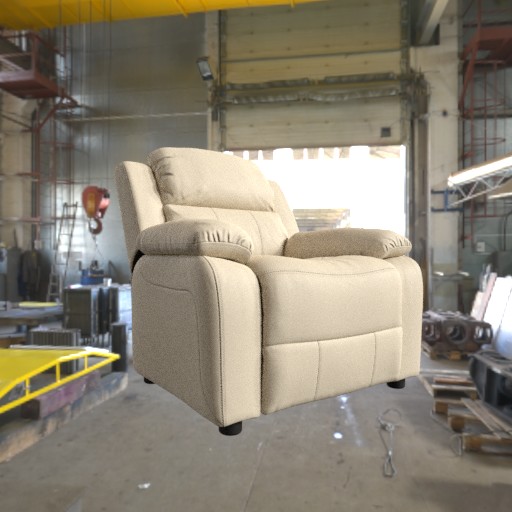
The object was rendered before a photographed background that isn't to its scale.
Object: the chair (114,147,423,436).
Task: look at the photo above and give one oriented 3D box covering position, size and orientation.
[{"bbox_3d":[0.000,0.000,1.260,0.680,0.702,0.709,0,0,-36],"label":"chair"}]
